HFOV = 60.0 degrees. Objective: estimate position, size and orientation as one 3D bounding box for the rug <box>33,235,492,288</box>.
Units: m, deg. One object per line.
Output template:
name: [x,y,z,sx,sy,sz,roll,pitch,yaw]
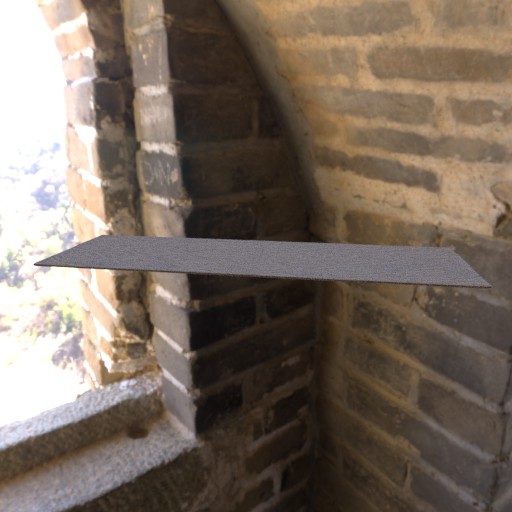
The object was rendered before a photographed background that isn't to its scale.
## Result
rug: [0.000,0.000,2.685,2.436,0.013,0.807,2,15,9]
